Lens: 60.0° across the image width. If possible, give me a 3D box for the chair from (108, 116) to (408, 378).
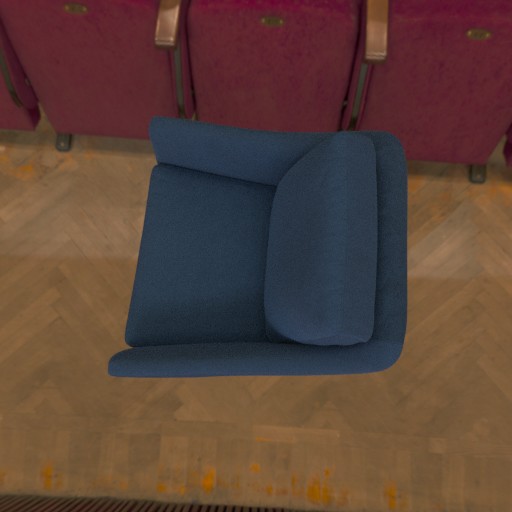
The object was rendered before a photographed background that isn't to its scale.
[{"bbox_3d":[0.000,0.000,1.728,0.961,0.899,0.987,5,75,1],"label":"chair"}]
